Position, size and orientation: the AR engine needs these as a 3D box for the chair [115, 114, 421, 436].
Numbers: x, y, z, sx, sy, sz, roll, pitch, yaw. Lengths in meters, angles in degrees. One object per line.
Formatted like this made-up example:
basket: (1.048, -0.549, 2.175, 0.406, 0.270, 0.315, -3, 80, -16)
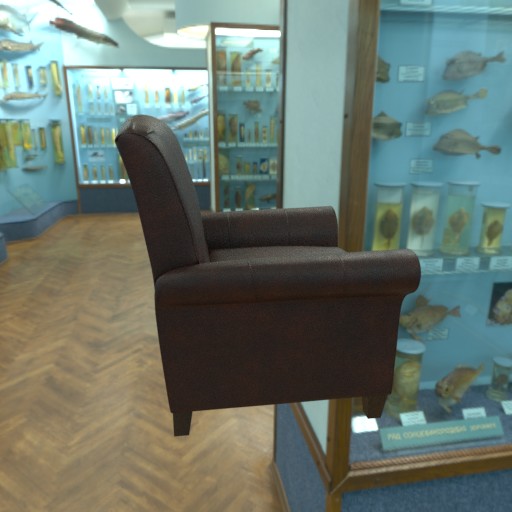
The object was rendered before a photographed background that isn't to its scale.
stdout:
chair: (0.000, 0.000, 1.753, 0.902, 1.061, 0.978, -2, 16, -7)
